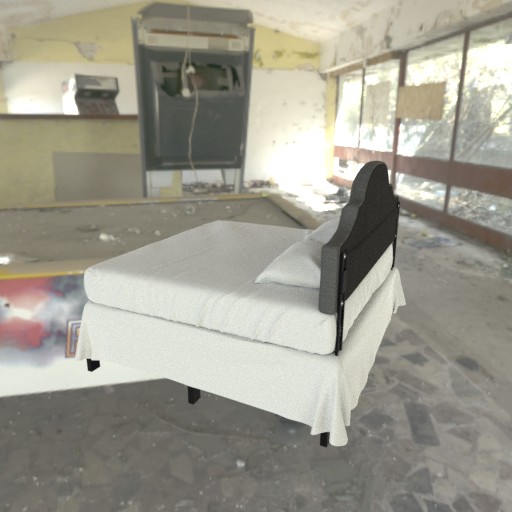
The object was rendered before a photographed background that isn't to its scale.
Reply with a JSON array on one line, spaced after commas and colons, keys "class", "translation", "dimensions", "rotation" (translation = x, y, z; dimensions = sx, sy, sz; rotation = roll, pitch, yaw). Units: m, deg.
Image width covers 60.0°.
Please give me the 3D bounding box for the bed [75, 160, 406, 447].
[{"class": "bed", "translation": [0.000, 0.000, 3.728], "dimensions": [2.222, 1.631, 2.303], "rotation": [8, 18, 25]}]
